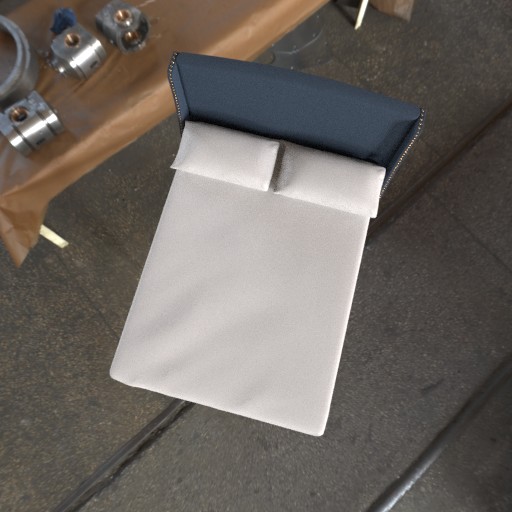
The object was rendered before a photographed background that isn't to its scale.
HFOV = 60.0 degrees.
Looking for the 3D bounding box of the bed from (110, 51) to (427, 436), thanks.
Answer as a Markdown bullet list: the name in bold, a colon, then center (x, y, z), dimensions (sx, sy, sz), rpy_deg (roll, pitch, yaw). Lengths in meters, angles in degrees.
- **bed**: center (0.000, 0.000, 3.260), dimensions (1.710, 1.407, 2.237), rpy_deg (14, 76, 4)
